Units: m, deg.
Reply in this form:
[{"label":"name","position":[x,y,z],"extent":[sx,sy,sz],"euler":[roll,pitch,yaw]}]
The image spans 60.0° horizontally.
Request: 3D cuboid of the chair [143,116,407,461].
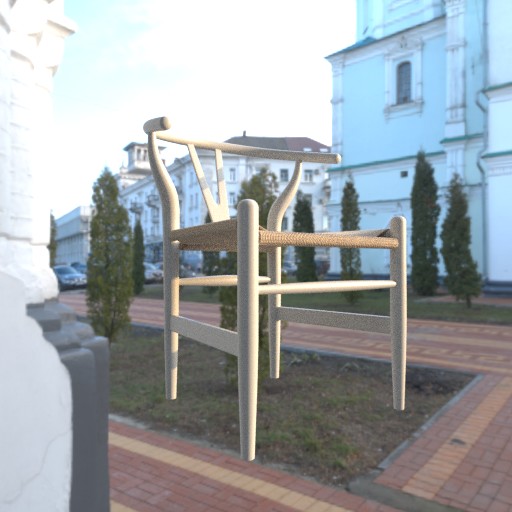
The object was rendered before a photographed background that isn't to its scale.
[{"label":"chair","position":[0.000,0.000,1.143],"extent":[0.569,0.730,0.579],"euler":[1,-1,-37]}]
